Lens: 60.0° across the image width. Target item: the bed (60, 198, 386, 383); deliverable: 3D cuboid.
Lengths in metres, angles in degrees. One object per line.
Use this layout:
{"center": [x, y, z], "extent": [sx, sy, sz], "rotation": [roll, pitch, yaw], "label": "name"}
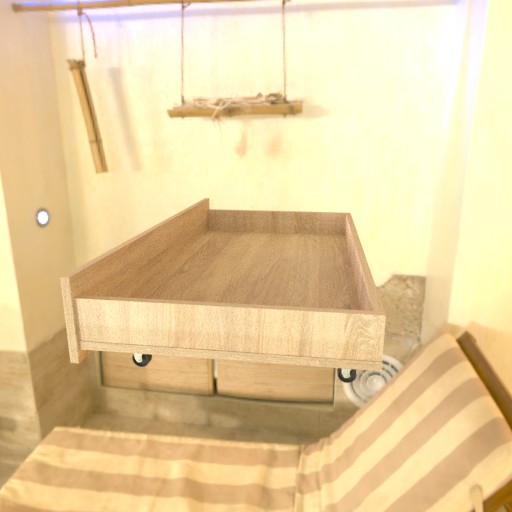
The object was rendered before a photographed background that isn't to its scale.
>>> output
{"center": [0.000, 0.000, 1.486], "extent": [0.685, 0.209, 1.200], "rotation": [2, 16, 8], "label": "bed"}
